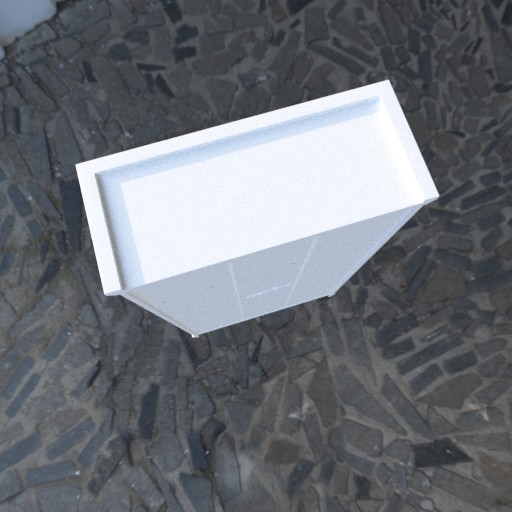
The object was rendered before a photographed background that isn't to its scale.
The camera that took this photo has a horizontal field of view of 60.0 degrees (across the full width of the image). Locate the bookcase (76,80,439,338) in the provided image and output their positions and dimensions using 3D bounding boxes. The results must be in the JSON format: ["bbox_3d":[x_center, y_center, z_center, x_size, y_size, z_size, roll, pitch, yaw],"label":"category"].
[{"bbox_3d":[0.000,0.000,2.284,1.050,1.880,0.432,-16,76,-4],"label":"bookcase"}]
